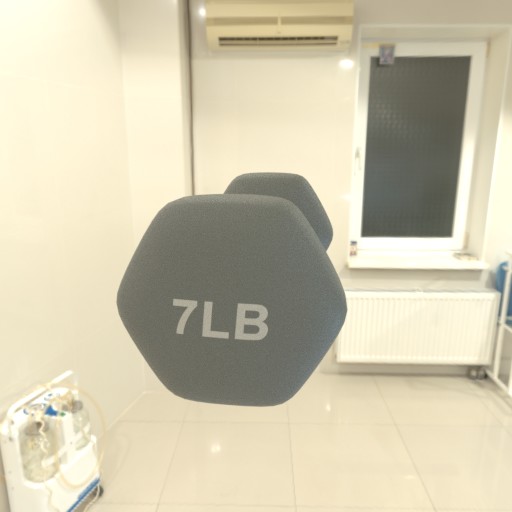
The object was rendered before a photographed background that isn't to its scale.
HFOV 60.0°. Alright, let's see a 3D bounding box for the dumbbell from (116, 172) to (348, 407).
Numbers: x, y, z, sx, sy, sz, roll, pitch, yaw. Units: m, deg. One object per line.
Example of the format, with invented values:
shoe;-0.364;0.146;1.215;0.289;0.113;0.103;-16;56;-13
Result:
dumbbell;0.000;0.000;0.241;0.090;0.081;0.184;2;14;8
